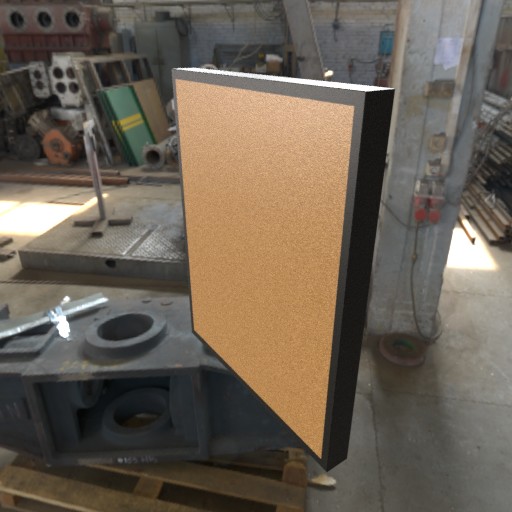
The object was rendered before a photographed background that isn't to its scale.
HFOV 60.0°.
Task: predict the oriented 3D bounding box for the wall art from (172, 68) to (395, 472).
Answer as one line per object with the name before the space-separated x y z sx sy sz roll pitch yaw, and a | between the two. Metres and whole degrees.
wall art | 0.000 0.000 0.489 0.030 0.369 0.294 -17 31 -31
